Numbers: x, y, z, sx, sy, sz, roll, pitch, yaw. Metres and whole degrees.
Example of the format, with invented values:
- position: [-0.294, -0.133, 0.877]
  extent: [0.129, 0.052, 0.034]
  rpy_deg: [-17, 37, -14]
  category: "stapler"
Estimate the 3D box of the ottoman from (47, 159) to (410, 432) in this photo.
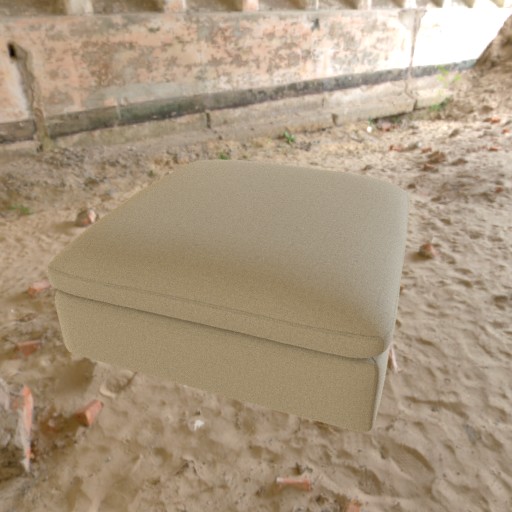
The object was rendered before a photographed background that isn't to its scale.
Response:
- position: [0.000, 0.000, 1.558]
  extent: [0.977, 0.467, 0.996]
  rpy_deg: [10, 31, 17]
  category: "ottoman"
